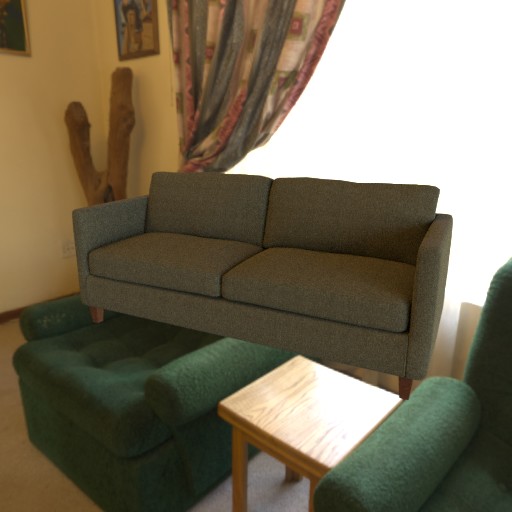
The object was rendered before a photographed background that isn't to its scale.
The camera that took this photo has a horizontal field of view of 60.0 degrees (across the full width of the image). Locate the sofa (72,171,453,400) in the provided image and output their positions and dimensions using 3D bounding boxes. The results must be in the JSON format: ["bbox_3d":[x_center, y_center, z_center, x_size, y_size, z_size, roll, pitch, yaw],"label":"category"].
[{"bbox_3d":[0.000,0.000,2.799,2.208,0.965,0.948,8,18,25],"label":"sofa"}]
